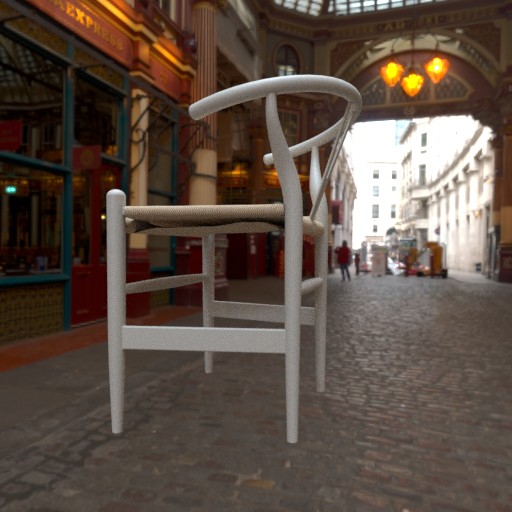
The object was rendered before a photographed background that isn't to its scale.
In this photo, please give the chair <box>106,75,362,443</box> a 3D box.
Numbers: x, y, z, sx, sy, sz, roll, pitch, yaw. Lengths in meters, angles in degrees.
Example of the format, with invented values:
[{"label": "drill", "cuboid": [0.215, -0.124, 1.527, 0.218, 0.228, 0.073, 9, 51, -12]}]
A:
[{"label": "chair", "cuboid": [0.000, 0.000, 1.081, 0.500, 0.736, 0.533, 0, 1, 18]}]
